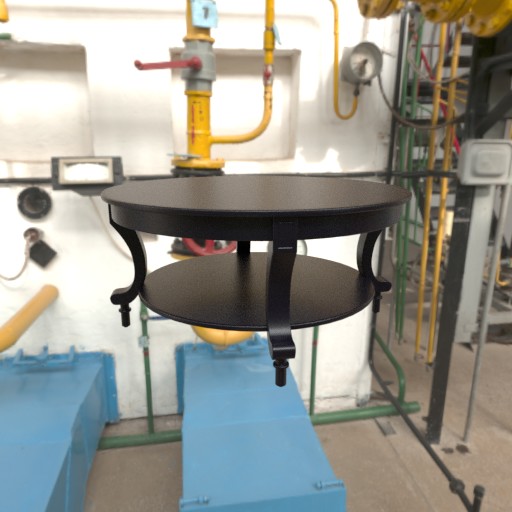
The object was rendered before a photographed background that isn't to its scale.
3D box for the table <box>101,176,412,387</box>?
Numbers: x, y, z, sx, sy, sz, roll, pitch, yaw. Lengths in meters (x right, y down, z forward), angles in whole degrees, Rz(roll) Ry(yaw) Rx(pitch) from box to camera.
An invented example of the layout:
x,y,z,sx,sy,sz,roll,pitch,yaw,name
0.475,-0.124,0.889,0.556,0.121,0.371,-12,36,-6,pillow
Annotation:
x,y,z,sx,sy,sz,roll,pitch,yaw,name
0.000,0.000,1.600,1.029,0.491,1.029,0,15,0,table
